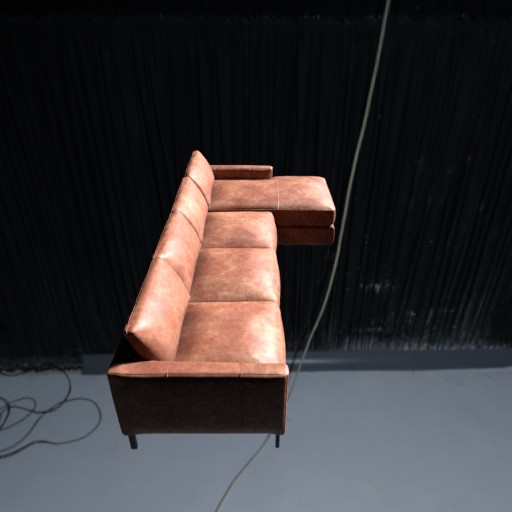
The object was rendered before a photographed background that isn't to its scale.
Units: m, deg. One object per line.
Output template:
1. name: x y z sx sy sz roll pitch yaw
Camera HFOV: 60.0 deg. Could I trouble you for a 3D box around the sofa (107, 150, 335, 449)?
1. sofa: 0.000 0.000 3.540 1.471 0.859 2.993 0 31 0
